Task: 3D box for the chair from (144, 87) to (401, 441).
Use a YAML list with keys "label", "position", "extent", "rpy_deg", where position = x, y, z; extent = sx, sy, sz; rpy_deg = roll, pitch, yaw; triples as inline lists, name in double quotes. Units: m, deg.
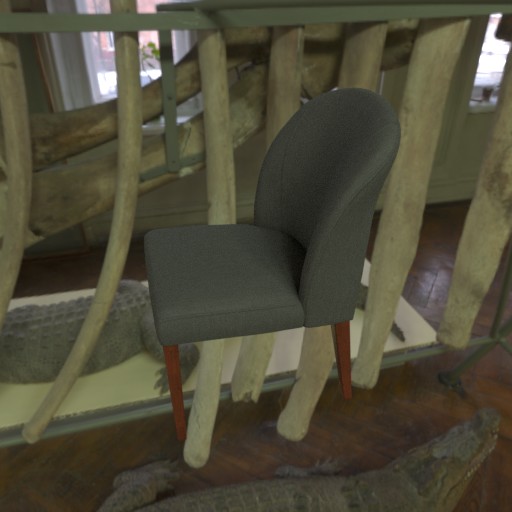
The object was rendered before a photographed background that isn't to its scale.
- label: "chair"
  position: [0.000, 0.000, 1.278]
  extent: [0.619, 0.879, 0.506]
  rpy_deg: [-8, 31, -13]
